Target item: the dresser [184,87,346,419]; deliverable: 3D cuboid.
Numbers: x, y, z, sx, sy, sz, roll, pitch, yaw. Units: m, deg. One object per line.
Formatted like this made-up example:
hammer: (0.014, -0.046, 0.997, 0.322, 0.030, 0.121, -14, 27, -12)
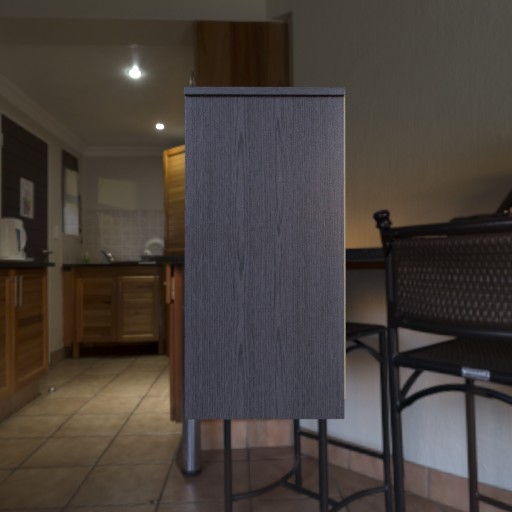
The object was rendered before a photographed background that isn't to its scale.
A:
dresser: (0.000, 0.000, 1.681, 0.401, 0.755, 1.360, 0, 0, 0)
